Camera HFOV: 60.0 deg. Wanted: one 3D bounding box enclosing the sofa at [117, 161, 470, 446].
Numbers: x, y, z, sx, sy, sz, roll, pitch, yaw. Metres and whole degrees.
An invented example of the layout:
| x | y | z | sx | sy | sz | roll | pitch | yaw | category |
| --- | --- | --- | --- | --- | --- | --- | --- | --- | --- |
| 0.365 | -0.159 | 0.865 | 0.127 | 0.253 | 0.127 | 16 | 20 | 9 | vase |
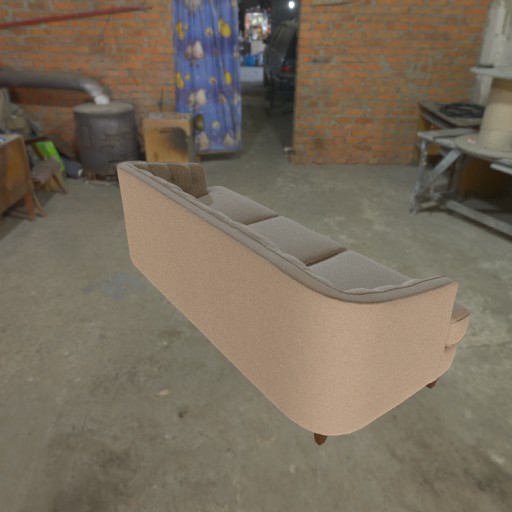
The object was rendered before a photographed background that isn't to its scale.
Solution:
| x | y | z | sx | sy | sz | roll | pitch | yaw | category |
| --- | --- | --- | --- | --- | --- | --- | --- | --- | --- |
| 0.000 | 0.000 | 2.682 | 0.941 | 0.855 | 2.278 | -19 | 33 | -31 | sofa |
